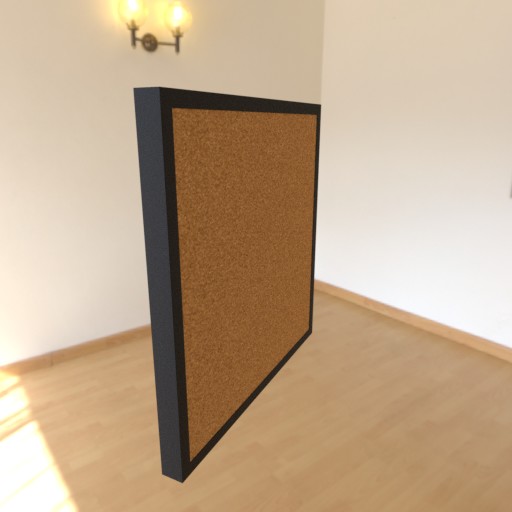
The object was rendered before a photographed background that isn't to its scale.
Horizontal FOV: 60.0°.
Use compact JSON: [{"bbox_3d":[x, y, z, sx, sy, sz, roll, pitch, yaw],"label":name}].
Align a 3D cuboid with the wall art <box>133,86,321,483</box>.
[{"bbox_3d":[0.000,0.000,0.752,0.036,0.503,0.506,8,19,26],"label":"wall art"}]
